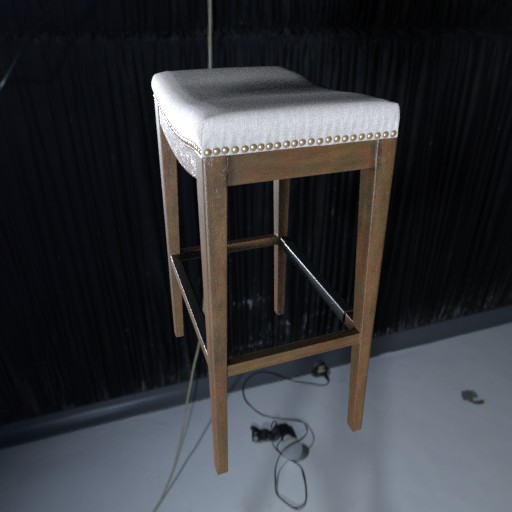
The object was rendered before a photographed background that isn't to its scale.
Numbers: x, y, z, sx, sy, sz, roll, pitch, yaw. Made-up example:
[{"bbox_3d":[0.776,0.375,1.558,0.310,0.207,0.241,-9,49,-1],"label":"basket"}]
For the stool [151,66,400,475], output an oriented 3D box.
[{"bbox_3d":[0.000,0.000,1.028,0.356,0.762,0.508,-10,32,-17],"label":"stool"}]
